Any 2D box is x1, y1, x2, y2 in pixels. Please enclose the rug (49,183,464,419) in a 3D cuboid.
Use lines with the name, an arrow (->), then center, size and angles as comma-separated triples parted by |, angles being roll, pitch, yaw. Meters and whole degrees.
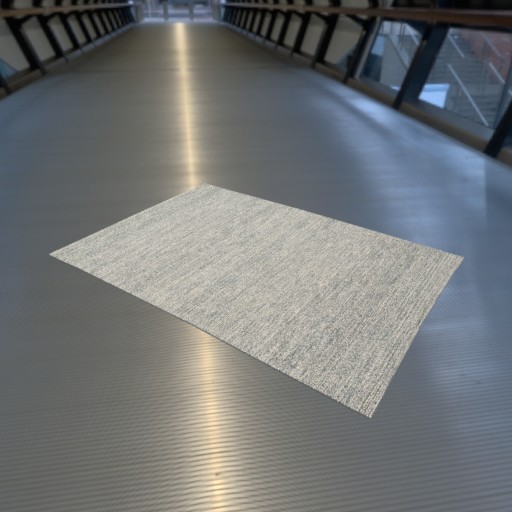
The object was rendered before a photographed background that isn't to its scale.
rug -> 0.000, 0.000, 3.006 | 2.338, 0.030, 1.616 | 20, 36, 30
